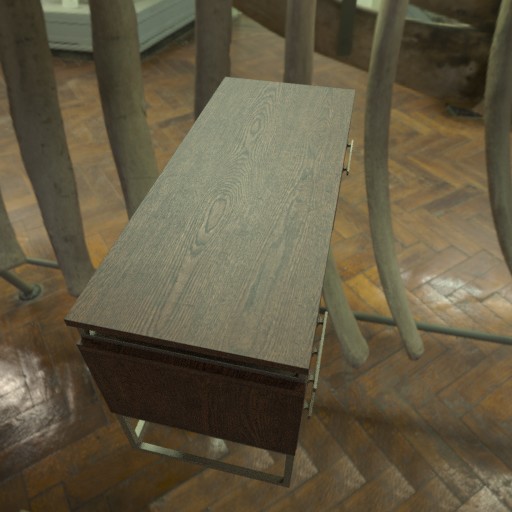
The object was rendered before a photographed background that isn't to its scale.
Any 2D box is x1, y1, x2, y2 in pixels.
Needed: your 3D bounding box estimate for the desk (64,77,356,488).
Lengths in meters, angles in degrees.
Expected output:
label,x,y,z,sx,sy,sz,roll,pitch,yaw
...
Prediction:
label,x,y,z,sx,sy,sz,roll,pitch,yaw
desk,0.000,0.000,1.751,0.610,0.792,1.384,9,46,9
